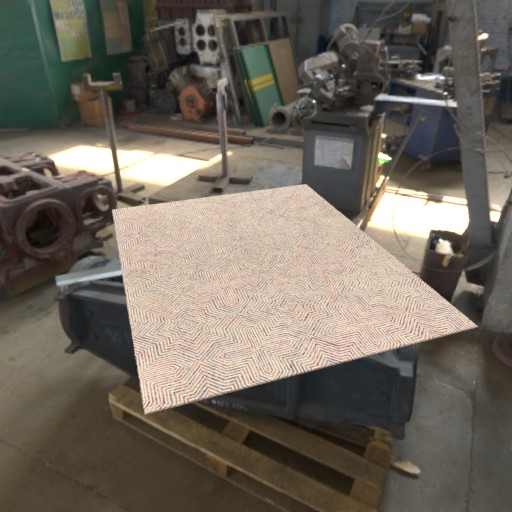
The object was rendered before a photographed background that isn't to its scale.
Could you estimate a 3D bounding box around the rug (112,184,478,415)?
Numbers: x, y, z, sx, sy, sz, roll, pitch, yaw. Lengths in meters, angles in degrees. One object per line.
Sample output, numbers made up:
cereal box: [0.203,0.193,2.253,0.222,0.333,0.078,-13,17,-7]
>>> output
rug: [0.000,0.000,4.184,2.442,0.008,3.046,-10,32,-16]
